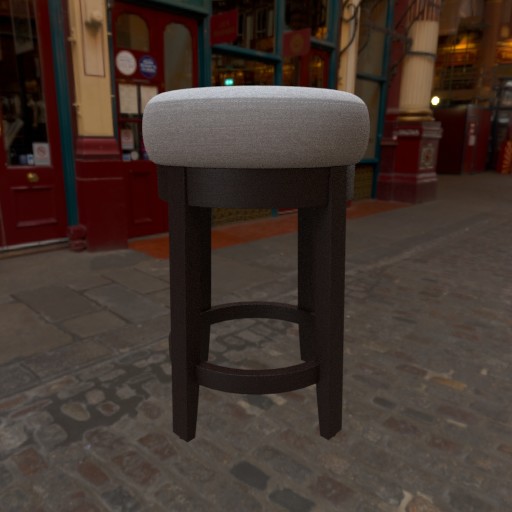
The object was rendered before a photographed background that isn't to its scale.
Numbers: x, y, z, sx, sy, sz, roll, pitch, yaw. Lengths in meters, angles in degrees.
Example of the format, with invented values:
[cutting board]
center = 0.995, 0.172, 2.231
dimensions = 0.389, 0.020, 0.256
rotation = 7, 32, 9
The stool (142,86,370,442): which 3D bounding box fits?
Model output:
[stool]
center = 0.000, 0.000, 0.956
dimensions = 0.443, 0.672, 0.443
rotation = 0, 15, 0
